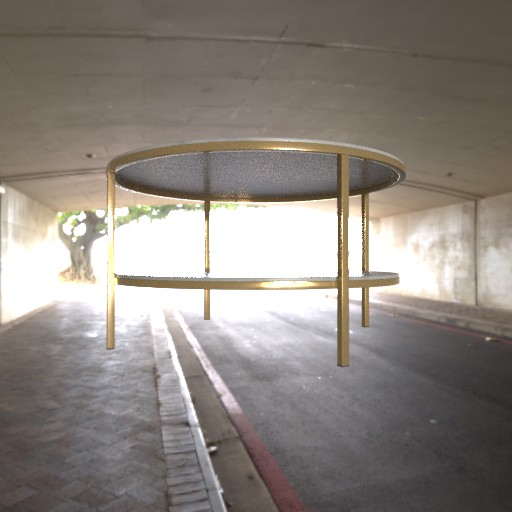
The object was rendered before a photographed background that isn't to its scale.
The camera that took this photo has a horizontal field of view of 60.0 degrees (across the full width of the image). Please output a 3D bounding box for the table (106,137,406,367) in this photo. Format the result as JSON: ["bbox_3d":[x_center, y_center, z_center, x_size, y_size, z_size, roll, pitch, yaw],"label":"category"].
[{"bbox_3d":[0.000,0.000,1.245,0.800,0.450,0.800,0,-1,0],"label":"table"}]
